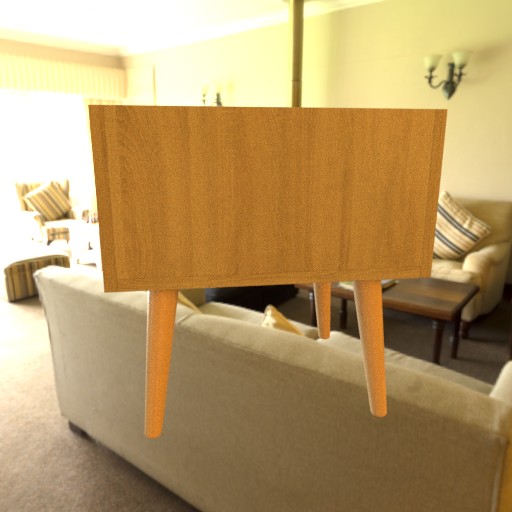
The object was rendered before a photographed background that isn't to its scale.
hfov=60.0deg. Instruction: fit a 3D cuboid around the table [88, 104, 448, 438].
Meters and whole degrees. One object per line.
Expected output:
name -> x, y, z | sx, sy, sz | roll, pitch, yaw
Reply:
table -> 0.000, 0.000, 0.780 | 0.450, 0.470, 0.370 | -2, 14, -8
